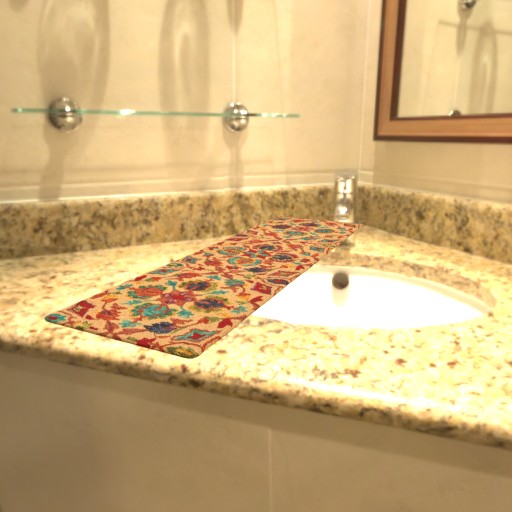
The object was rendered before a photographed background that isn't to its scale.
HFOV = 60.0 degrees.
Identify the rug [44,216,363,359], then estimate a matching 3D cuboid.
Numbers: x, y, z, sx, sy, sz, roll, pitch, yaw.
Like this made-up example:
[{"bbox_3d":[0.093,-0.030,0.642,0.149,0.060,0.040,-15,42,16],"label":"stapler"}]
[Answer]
[{"bbox_3d":[0.000,0.000,2.503,0.693,0.016,2.273,8,18,25],"label":"rug"}]
